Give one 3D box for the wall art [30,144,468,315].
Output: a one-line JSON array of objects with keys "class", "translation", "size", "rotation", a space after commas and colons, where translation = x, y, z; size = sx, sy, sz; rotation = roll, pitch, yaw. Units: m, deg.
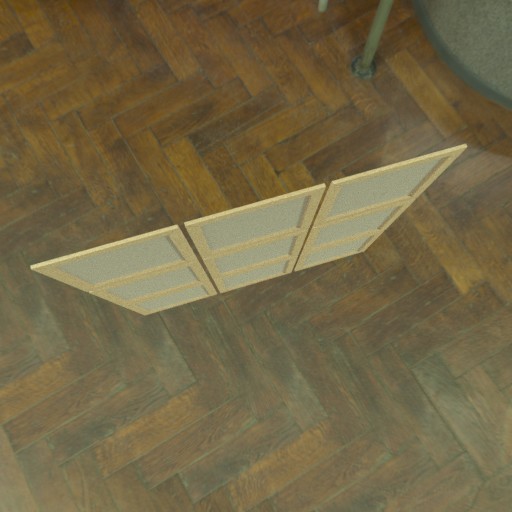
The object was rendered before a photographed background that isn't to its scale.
[{"class": "wall art", "translation": [0.000, 0.000, 2.214], "size": [1.519, 1.507, 0.014], "rotation": [-16, 77, -4]}]
